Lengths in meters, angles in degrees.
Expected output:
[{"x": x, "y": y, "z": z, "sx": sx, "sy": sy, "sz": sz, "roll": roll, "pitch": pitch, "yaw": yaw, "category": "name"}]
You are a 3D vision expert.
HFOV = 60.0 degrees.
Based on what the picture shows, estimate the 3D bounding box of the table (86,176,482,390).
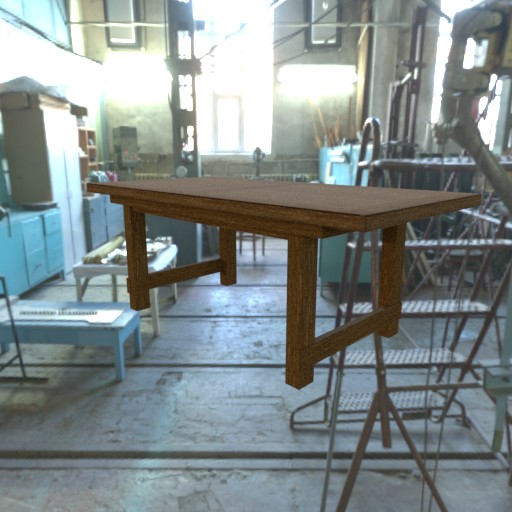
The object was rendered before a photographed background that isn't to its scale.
[{"x": 0.000, "y": 0.000, "z": 2.490, "sx": 1.000, "sy": 0.762, "sz": 1.982, "roll": -13, "pitch": 19, "yaw": -43, "category": "table"}]
